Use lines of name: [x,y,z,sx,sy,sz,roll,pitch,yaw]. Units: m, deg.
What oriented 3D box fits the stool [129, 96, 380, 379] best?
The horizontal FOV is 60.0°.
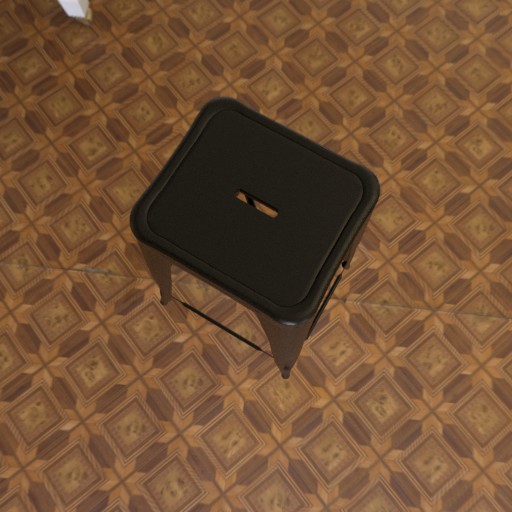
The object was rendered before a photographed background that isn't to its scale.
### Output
stool: [0.000,0.000,0.910,0.455,0.609,0.423,19,76,5]
